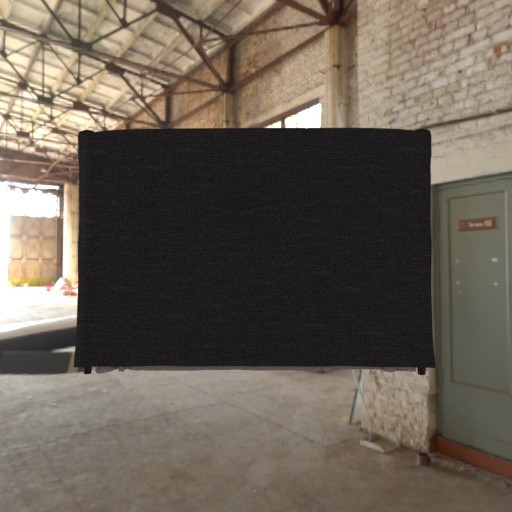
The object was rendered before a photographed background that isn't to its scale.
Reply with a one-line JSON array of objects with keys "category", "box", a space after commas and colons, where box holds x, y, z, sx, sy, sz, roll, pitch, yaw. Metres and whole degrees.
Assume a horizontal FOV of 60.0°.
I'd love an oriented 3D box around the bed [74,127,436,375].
[{"category": "bed", "box": [0.000, 0.000, 3.477, 1.925, 1.332, 2.276, 0, -2, 1]}]
